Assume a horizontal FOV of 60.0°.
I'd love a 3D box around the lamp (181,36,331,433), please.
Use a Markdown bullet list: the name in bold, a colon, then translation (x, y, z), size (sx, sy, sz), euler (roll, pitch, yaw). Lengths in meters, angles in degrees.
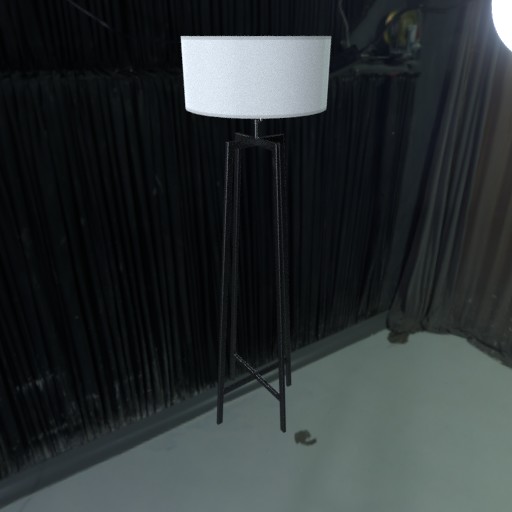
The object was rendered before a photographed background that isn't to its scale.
- **lamp**: translation (0.000, 0.000, 1.700), size (0.456, 1.510, 0.457), euler (-18, 32, -32)
